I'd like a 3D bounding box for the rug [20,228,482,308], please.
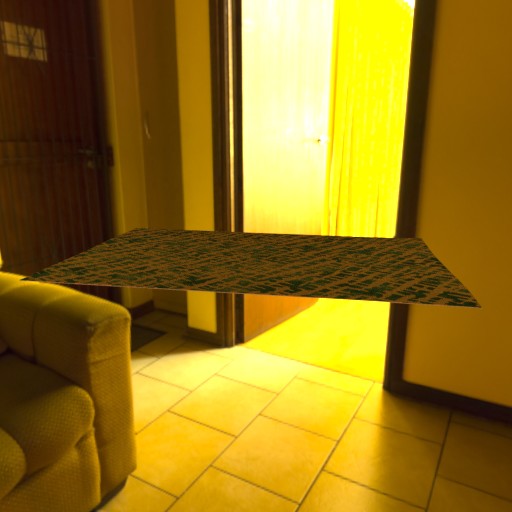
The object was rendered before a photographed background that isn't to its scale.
[{"bbox_3d":[0.000,0.000,3.023,2.447,0.011,1.520,3,15,10],"label":"rug"}]
